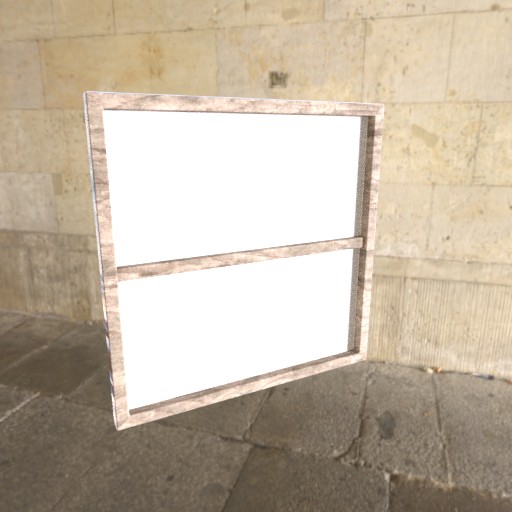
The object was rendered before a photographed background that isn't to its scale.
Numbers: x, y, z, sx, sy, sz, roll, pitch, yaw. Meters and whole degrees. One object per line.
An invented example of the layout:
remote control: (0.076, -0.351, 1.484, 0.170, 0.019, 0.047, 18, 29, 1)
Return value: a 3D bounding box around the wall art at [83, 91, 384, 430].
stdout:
wall art: (0.000, 0.000, 1.116, 0.747, 0.747, 0.035, -8, 17, -26)
